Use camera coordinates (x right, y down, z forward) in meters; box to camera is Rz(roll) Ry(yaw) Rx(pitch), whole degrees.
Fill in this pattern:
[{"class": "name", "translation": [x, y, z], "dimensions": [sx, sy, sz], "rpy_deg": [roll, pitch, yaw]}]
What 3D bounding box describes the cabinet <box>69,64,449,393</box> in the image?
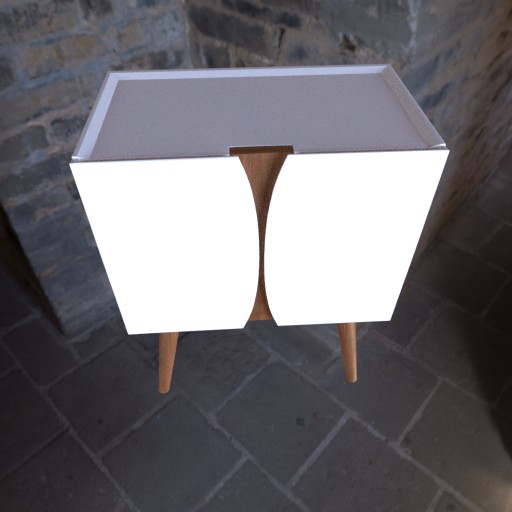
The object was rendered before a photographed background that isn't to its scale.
[{"class": "cabinet", "translation": [0.000, 0.000, 1.076], "dimensions": [0.591, 0.772, 0.344], "rpy_deg": [-3, 45, -3]}]
